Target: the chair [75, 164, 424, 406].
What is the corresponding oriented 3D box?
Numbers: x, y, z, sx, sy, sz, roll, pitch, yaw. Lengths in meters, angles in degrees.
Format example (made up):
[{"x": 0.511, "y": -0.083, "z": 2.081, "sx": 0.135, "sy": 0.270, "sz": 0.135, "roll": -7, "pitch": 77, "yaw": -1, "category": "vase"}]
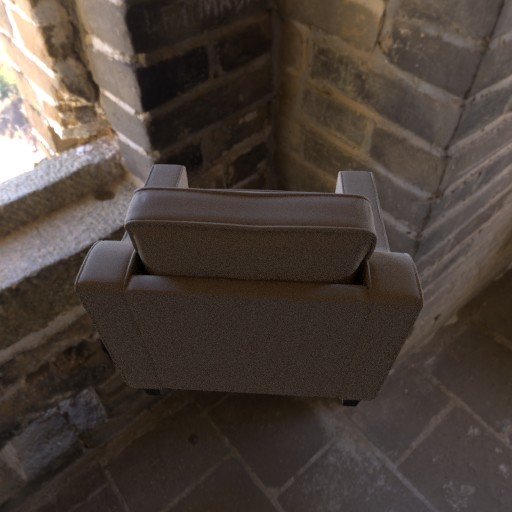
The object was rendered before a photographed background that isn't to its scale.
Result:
[{"x": 0.000, "y": 0.000, "z": 1.670, "sx": 0.922, "sy": 0.948, "sz": 0.882, "roll": 2, "pitch": 46, "yaw": 2, "category": "chair"}]
